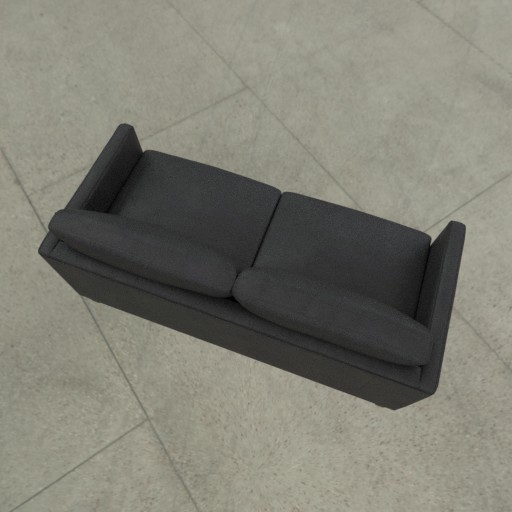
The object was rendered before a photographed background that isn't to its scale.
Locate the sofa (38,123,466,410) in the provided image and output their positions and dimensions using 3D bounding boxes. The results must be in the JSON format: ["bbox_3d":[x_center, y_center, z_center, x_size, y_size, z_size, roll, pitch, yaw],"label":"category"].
[{"bbox_3d":[0.000,0.000,2.415,1.971,0.863,0.933,18,65,9],"label":"sofa"}]
